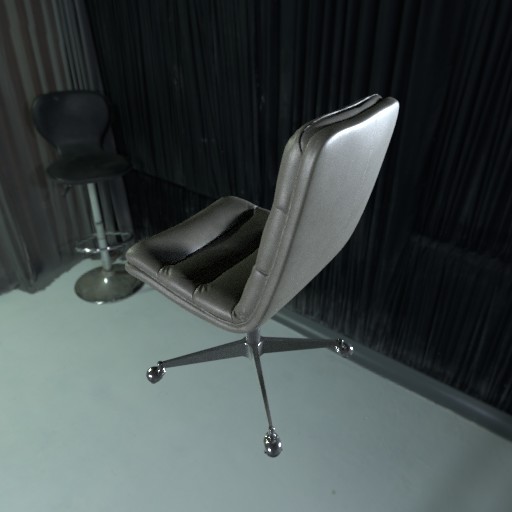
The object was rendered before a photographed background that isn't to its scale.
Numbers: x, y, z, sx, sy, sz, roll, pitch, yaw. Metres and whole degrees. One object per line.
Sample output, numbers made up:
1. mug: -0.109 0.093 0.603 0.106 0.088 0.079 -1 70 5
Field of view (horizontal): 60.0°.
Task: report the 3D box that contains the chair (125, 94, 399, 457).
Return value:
1. chair: 0.000 0.000 1.035 0.485 0.738 0.422 20 37 29
